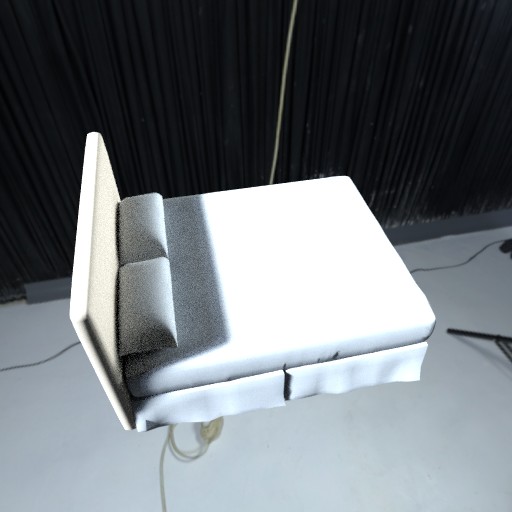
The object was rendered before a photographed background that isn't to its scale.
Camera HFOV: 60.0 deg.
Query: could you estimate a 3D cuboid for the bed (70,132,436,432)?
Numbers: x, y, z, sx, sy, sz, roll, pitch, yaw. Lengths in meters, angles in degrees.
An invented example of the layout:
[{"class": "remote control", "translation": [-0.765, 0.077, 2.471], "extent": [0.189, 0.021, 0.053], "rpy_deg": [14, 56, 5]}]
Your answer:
[{"class": "bed", "translation": [0.000, 0.000, 3.206], "extent": [2.142, 1.330, 1.748], "rpy_deg": [-9, 46, -9]}]
